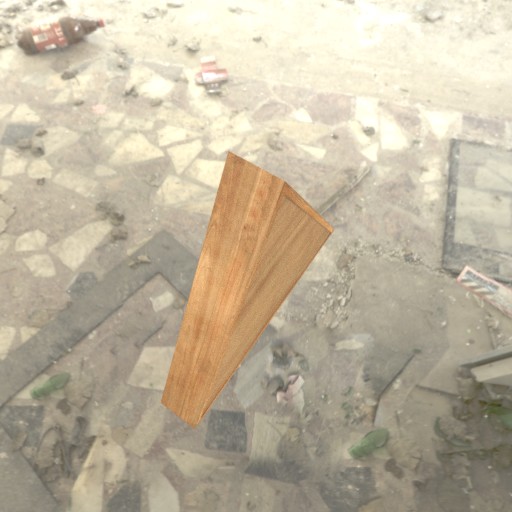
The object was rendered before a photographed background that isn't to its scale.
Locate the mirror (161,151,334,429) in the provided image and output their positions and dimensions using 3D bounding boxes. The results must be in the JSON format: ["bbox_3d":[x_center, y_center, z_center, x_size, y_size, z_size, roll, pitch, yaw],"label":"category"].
[{"bbox_3d":[0.000,0.000,0.881,0.100,0.548,0.631,31,66,16],"label":"mirror"}]
